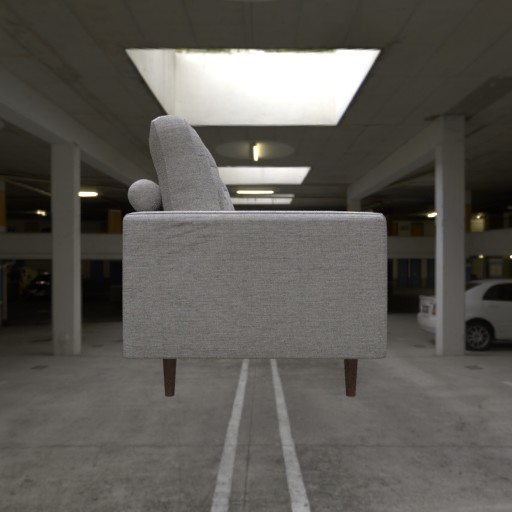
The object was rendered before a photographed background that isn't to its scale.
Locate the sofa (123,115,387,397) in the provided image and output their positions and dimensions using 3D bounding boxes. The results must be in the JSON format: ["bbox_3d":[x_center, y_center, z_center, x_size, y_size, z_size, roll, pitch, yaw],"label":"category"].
[{"bbox_3d":[0.000,0.000,1.994,0.842,0.907,1.407,0,0,0],"label":"sofa"}]
